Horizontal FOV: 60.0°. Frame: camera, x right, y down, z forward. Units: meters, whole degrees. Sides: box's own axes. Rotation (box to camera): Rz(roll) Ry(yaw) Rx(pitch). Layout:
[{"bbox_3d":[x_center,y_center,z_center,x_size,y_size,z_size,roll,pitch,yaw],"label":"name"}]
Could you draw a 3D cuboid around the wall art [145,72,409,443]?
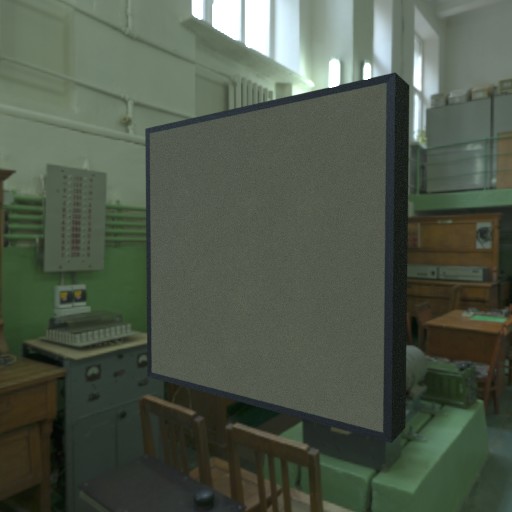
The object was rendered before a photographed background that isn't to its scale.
[{"bbox_3d":[0.000,0.000,0.462,0.302,0.300,0.036,1,2,36],"label":"wall art"}]
